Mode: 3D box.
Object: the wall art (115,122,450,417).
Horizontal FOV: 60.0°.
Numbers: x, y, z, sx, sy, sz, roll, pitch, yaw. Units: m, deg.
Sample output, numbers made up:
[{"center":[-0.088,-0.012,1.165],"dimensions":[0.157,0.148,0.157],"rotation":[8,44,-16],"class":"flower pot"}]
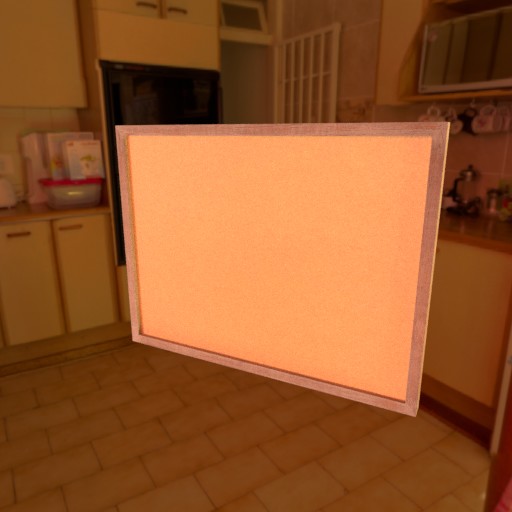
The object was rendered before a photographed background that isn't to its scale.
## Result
[{"center":[0.000,0.000,1.771],"dimensions":[1.320,1.009,0.070],"rotation":[8,17,26],"class":"wall art"}]
